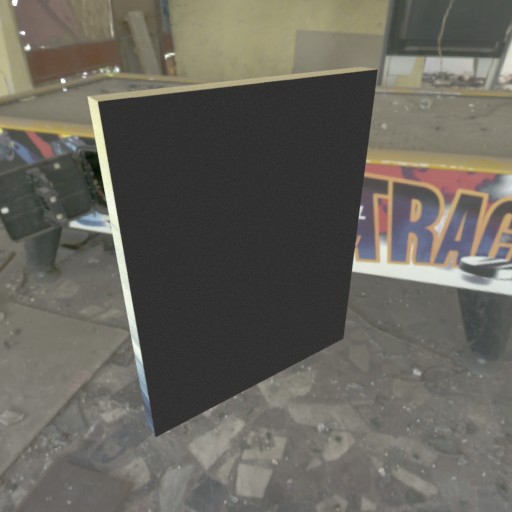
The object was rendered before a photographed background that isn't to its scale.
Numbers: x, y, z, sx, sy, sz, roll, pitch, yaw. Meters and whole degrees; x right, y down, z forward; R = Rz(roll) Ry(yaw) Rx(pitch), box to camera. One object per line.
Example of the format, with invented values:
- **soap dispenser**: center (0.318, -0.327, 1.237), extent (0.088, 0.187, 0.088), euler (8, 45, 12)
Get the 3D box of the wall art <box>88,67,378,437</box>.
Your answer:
- **wall art**: center (0.000, 0.000, 0.817), extent (0.489, 0.608, 0.040), euler (-19, 35, -30)
